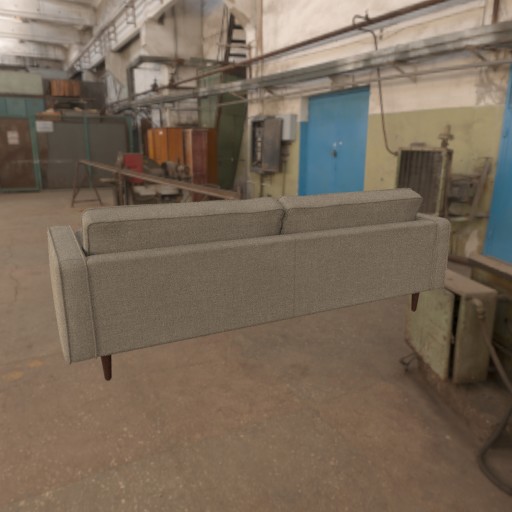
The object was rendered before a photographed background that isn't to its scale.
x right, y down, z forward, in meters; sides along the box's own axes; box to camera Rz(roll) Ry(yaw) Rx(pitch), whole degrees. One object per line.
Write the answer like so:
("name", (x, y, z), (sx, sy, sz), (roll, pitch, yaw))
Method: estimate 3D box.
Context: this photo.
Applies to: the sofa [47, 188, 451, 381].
("sofa", (0.000, 0.000, 2.623), (2.211, 0.762, 0.914), (-7, 16, -26))
